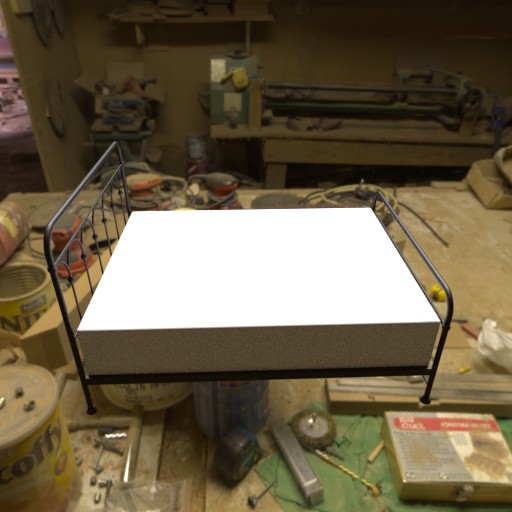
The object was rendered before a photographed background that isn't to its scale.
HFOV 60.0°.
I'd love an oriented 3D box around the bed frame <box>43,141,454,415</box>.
[{"bbox_3d":[0.000,0.000,3.191,2.203,1.276,1.664,-1,31,-2],"label":"bed frame"}]
